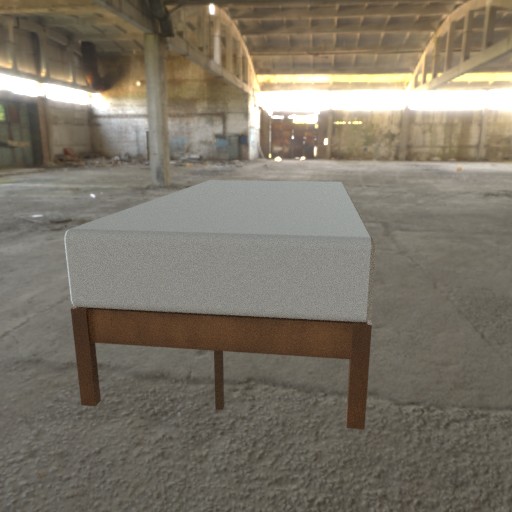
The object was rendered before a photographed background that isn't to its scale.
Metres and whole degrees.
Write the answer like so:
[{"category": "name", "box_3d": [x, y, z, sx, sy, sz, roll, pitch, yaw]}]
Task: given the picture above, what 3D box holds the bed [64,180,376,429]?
[{"category": "bed", "box_3d": [0.000, 0.000, 2.301, 0.961, 0.616, 1.902, 2, 15, 8]}]
